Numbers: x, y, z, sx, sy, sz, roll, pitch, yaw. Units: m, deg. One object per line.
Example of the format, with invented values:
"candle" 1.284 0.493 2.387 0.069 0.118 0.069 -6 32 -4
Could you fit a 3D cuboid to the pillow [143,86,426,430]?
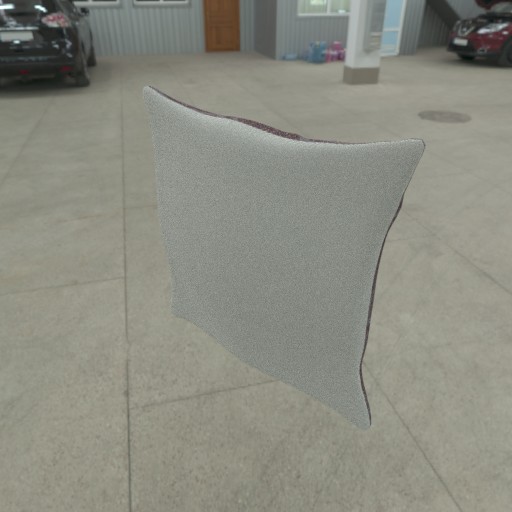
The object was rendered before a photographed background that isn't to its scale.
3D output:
"pillow" 0.000 0.000 0.783 0.514 0.513 0.163 23 38 33
